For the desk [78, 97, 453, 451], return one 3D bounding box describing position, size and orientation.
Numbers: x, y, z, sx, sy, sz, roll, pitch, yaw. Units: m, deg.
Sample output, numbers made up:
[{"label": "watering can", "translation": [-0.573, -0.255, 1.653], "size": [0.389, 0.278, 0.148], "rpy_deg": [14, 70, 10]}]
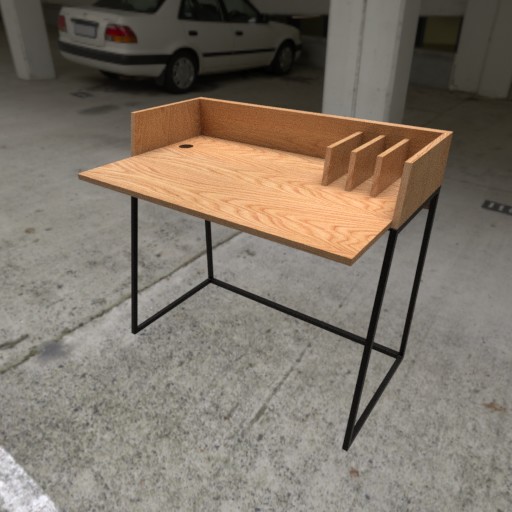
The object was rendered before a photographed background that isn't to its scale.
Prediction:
[{"label": "desk", "translation": [0.000, 0.000, 1.873], "size": [1.191, 1.061, 0.769], "rpy_deg": [19, 35, 30]}]
